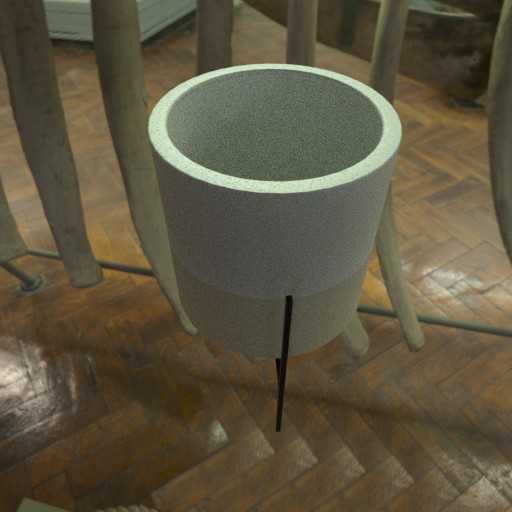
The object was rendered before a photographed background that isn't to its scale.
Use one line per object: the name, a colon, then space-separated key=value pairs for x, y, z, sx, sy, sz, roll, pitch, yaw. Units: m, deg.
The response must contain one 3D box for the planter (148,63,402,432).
planter: x=0.000 y=0.000 z=0.540 sx=0.267 sy=0.362 sz=0.263 roll=10 pitch=47 yaw=9
